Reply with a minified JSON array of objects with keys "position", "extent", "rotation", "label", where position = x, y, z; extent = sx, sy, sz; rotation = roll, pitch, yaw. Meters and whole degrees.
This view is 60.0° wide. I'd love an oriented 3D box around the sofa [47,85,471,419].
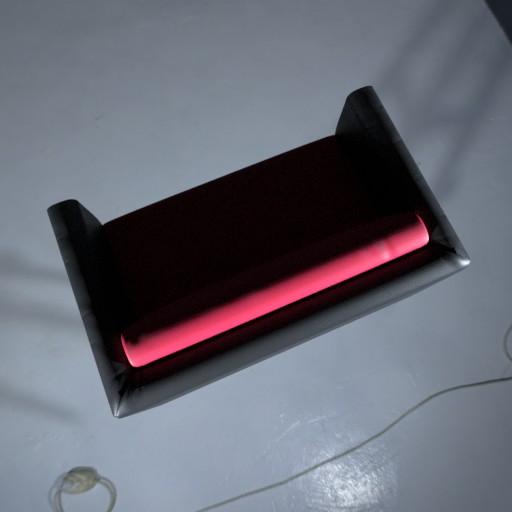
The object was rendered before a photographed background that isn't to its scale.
[{"position":[0.000,0.000,1.961],"extent":[1.410,0.735,0.845],"rotation":[-22,76,-6],"label":"sofa"}]
